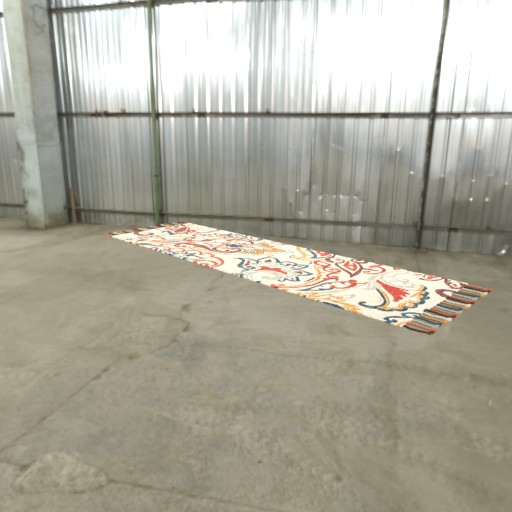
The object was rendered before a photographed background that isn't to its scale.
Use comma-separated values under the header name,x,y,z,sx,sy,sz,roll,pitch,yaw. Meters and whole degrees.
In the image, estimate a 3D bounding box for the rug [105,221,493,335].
name,x,y,z,sx,sy,sz,roll,pitch,yaw
rug,0.000,0.000,2.932,2.682,0.015,0.763,14,21,42
